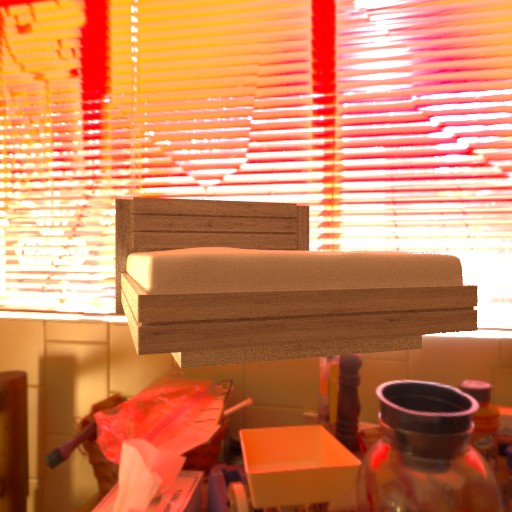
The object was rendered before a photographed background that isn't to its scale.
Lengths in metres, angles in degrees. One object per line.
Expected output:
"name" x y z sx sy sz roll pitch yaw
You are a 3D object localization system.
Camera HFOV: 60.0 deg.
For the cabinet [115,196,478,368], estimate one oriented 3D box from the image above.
"cabinet" 0.000 0.000 2.948 1.750 0.970 2.080 0 0 -19
